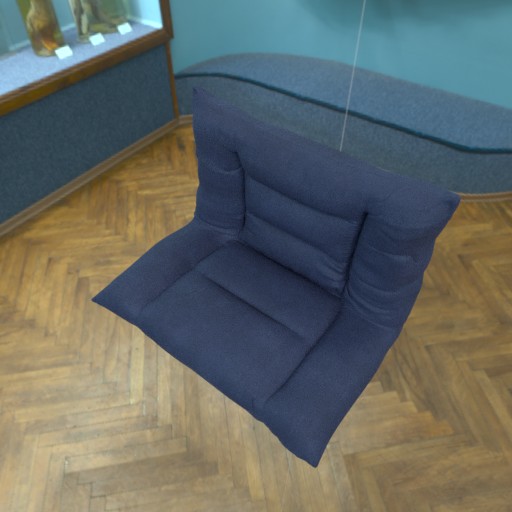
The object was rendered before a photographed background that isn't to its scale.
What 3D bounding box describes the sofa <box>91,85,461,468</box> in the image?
[{"bbox_3d":[0.000,0.000,1.675,1.122,0.778,0.849,29,54,25],"label":"sofa"}]
